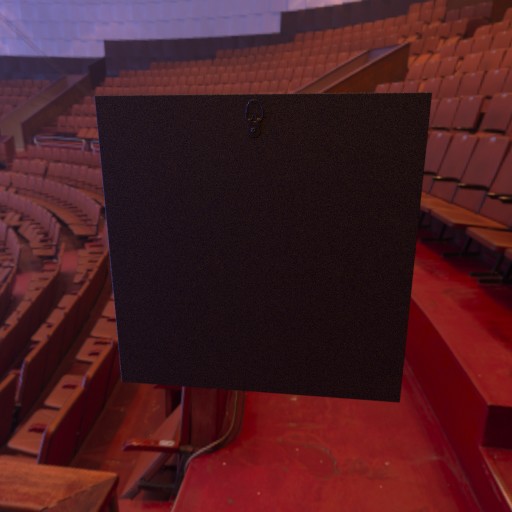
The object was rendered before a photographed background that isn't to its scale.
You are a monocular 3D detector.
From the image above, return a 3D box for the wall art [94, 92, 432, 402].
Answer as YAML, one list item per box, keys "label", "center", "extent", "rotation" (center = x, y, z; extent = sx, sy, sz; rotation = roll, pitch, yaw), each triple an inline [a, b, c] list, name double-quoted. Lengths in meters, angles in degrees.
- label: "wall art"
  center: [0.000, 0.000, 1.174]
  extent: [0.805, 0.807, 0.043]
  rotation: [2, 16, 7]
